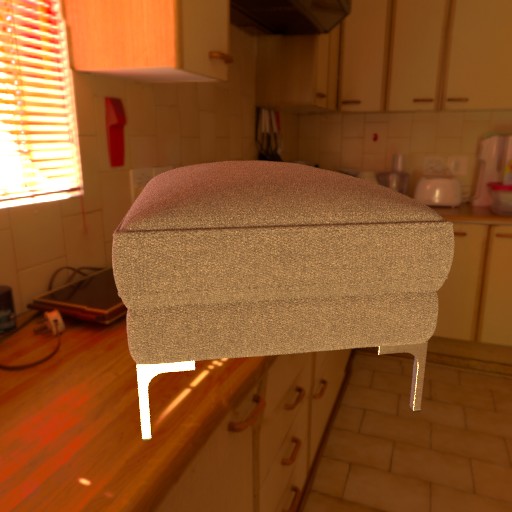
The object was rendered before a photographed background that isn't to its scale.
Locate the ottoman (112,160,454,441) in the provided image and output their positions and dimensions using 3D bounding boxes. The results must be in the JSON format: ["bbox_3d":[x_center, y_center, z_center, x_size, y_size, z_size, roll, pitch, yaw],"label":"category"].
[{"bbox_3d":[0.000,0.000,1.131,0.583,0.464,0.785,-2,15,-9],"label":"ottoman"}]
